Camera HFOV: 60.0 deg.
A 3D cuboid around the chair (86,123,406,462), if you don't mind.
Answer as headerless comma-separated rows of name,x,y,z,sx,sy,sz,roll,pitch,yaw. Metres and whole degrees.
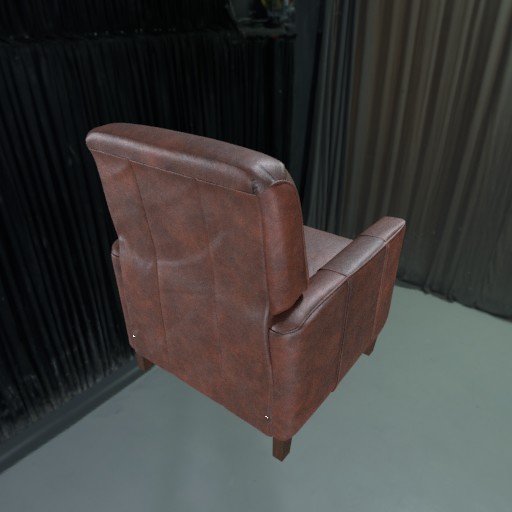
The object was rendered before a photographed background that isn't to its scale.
chair,0.000,0.000,1.659,0.843,1.043,0.836,21,35,32
